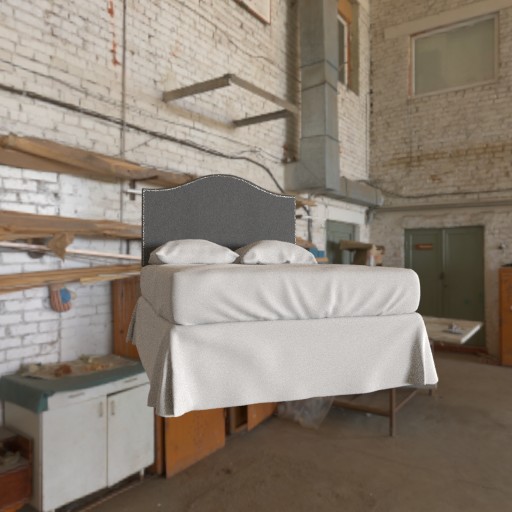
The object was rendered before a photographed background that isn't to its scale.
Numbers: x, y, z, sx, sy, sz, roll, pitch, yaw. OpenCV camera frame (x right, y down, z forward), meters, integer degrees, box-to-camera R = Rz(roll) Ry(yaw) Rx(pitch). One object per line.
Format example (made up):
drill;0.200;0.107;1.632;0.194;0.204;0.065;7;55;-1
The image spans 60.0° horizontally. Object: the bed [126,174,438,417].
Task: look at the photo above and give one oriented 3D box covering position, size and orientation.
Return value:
bed;0.000;0.000;3.511;1.876;1.645;2.221;0;0;-19
